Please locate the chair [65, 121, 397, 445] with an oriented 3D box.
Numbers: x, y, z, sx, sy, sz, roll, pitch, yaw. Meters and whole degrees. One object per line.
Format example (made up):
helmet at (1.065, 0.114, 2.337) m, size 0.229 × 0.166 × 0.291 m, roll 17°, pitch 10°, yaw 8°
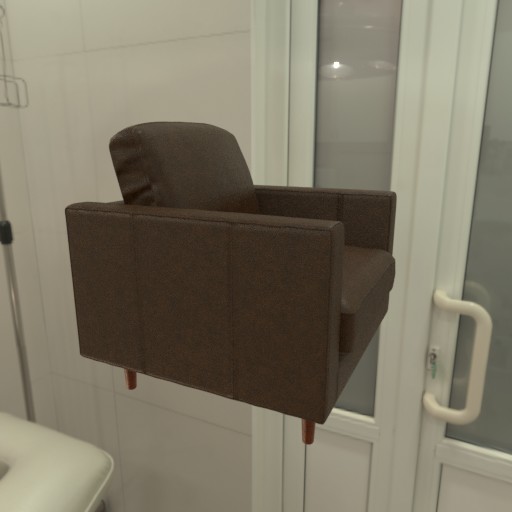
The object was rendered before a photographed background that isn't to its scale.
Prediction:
chair at (0.000, 0.000, 1.630) m, size 0.909 × 0.956 × 0.890 m, roll 7°, pitch 16°, yaw 25°
